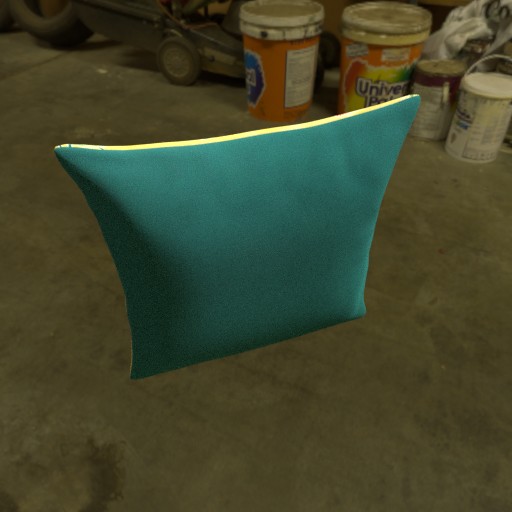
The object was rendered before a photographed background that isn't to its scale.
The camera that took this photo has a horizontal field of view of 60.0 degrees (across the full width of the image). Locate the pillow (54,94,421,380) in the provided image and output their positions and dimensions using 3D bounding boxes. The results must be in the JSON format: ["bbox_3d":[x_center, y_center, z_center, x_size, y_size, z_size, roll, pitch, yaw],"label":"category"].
[{"bbox_3d":[0.000,0.000,0.773,0.525,0.508,0.166,-13,43,-14],"label":"pillow"}]
